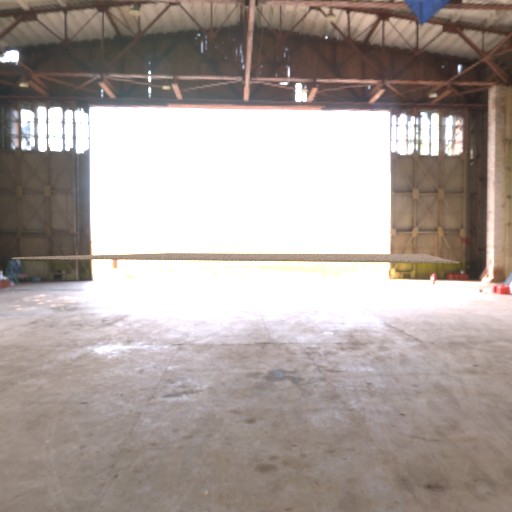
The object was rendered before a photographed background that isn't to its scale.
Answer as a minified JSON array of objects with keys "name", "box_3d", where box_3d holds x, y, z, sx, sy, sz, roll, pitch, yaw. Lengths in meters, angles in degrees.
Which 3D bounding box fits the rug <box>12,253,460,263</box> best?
[{"name":"rug","box_3d":[0.000,0.000,3.907,2.980,0.012,2.363,0,1,17]}]
